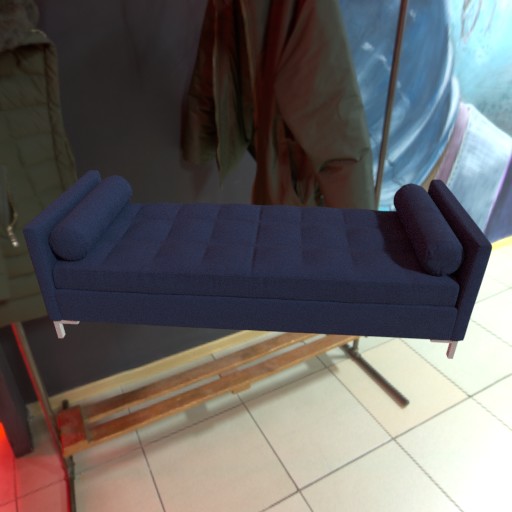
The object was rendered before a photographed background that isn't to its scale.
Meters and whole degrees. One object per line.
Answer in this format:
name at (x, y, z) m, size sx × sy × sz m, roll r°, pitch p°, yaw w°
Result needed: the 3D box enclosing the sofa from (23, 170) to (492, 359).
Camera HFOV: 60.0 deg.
sofa at (0.000, 0.000, 2.430) m, size 2.102 × 0.657 × 0.797 m, roll 2°, pitch 31°, yaw 4°
